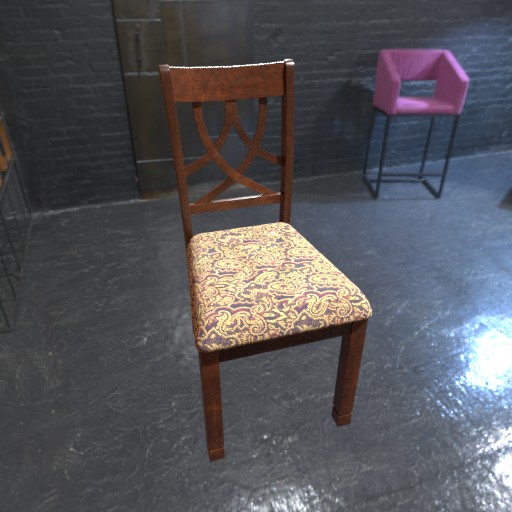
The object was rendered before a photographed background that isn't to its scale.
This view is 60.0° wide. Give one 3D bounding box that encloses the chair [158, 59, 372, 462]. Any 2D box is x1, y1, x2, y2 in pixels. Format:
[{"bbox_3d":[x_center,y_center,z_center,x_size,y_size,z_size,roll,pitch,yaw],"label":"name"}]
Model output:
[{"bbox_3d":[0.000,0.000,1.280,0.457,0.965,0.584,-9,33,-14],"label":"chair"}]
